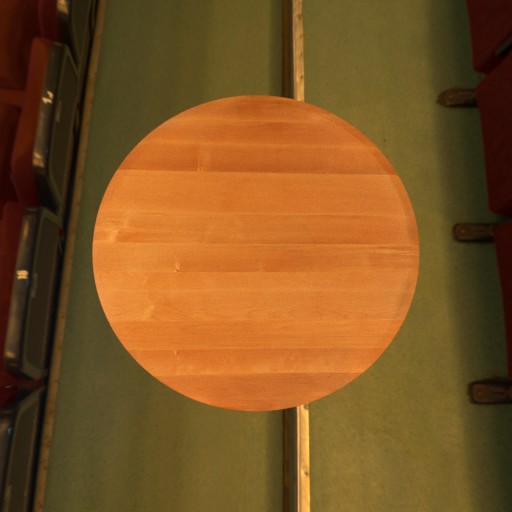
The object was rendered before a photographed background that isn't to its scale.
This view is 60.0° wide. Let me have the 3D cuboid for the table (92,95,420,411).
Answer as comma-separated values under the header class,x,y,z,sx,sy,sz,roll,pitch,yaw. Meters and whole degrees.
class,x,y,z,sx,sy,sz,roll,pitch,yaw
table,0.000,0.000,1.411,0.900,0.400,0.900,0,76,0
